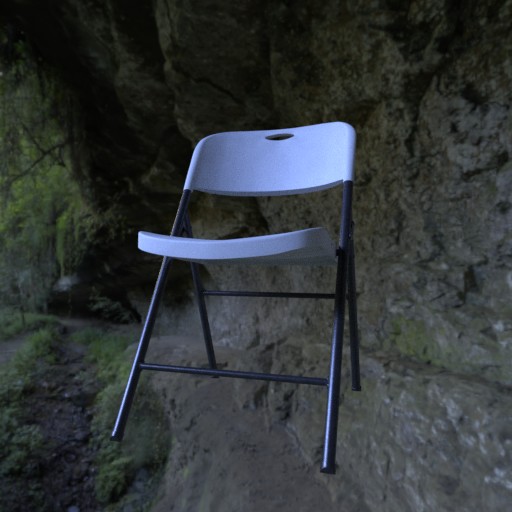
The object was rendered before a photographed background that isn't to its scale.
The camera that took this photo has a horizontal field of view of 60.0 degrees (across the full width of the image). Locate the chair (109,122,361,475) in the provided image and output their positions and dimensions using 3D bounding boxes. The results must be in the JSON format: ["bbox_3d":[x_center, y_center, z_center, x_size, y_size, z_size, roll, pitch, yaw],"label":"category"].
[{"bbox_3d":[0.000,0.000,1.156,0.494,0.810,0.566,0,0,18],"label":"chair"}]
